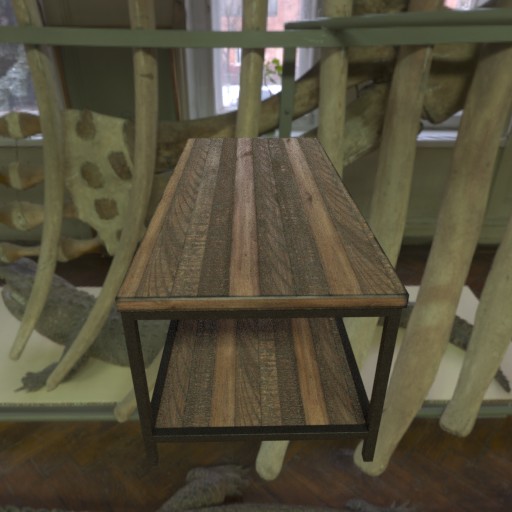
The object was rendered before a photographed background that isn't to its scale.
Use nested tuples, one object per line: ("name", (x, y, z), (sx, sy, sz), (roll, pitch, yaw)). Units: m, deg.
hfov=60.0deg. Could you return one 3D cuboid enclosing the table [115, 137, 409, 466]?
("table", (0.000, 0.000, 1.209), (0.452, 0.399, 0.990), (-1, 29, -1))
